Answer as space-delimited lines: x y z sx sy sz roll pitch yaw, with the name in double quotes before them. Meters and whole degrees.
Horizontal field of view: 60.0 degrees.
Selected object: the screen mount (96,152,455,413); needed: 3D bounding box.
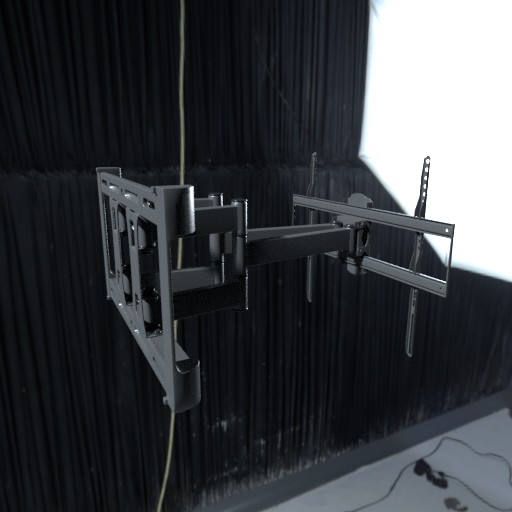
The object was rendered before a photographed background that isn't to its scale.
"screen mount" 0.000 0.000 1.103 0.644 0.491 0.661 -7 16 -26
